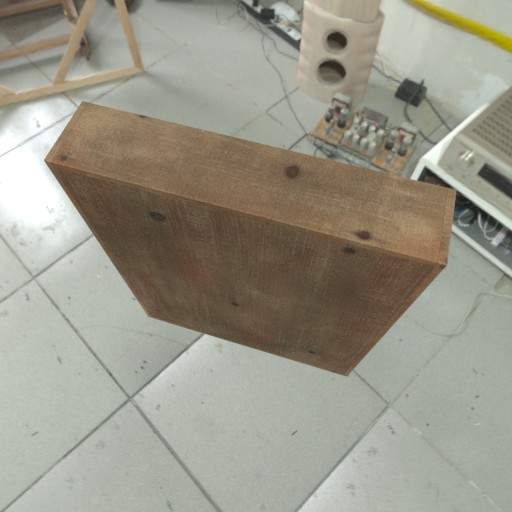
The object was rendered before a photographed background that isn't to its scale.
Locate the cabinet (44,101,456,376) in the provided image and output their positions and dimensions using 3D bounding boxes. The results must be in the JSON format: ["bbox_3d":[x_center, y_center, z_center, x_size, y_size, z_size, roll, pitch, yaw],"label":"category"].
[{"bbox_3d":[0.000,0.000,0.814,0.489,0.590,0.184,15,64,7],"label":"cabinet"}]
